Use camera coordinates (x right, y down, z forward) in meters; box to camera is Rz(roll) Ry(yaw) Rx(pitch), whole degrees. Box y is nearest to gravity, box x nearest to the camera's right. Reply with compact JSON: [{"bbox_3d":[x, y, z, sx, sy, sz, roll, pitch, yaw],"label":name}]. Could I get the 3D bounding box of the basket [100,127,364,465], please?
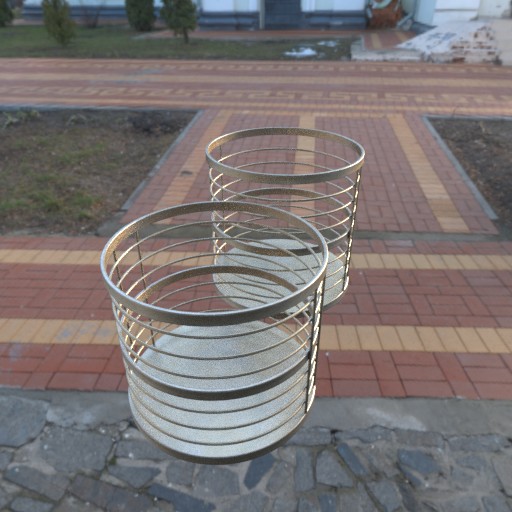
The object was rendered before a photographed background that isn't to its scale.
[{"bbox_3d":[0.000,0.000,0.932,0.356,0.351,0.746,10,32,16],"label":"basket"}]
